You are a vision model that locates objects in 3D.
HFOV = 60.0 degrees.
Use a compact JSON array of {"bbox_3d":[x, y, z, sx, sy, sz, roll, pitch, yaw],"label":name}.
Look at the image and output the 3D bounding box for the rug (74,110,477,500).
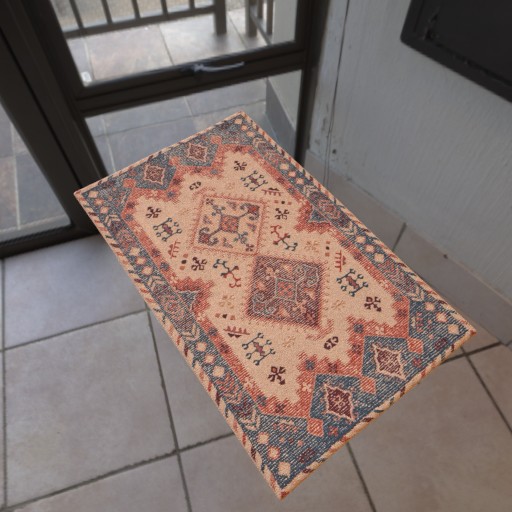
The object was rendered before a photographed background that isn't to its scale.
[{"bbox_3d":[0.000,0.000,2.967,1.521,0.023,2.464,-32,64,-18],"label":"rug"}]
